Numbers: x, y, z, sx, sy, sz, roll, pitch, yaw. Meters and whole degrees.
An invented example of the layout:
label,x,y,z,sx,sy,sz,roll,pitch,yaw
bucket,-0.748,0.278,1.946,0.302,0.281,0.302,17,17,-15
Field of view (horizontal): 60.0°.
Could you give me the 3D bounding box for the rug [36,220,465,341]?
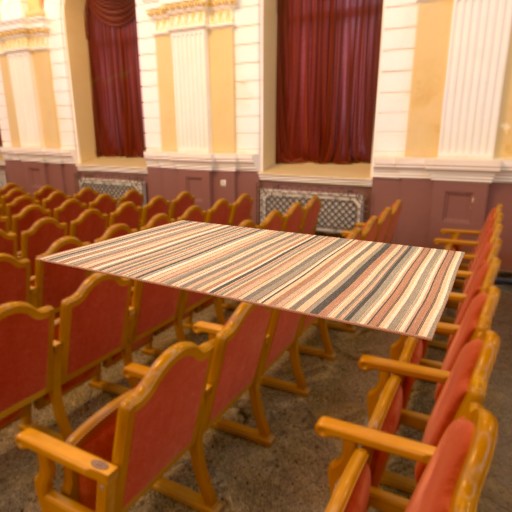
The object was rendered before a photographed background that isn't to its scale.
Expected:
label,x,y,z,sx,sy,sz,roll,pitch,yaw
rug,0.000,0.000,2.965,2.438,0.014,1.523,8,17,28
